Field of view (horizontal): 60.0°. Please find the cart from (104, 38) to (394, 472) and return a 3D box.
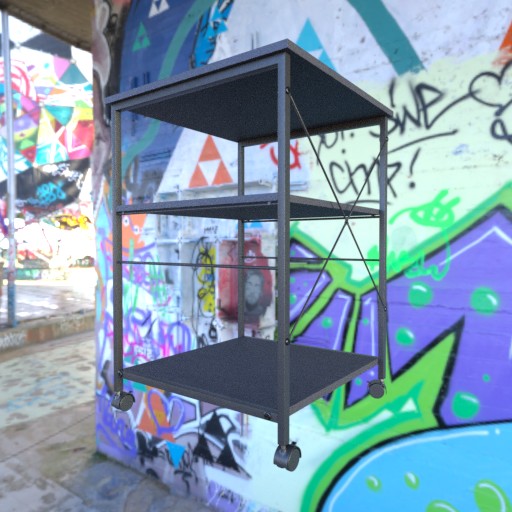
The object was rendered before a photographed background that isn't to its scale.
[{"bbox_3d":[0.000,0.000,1.128,0.520,0.762,0.521,1,2,37],"label":"cart"}]
